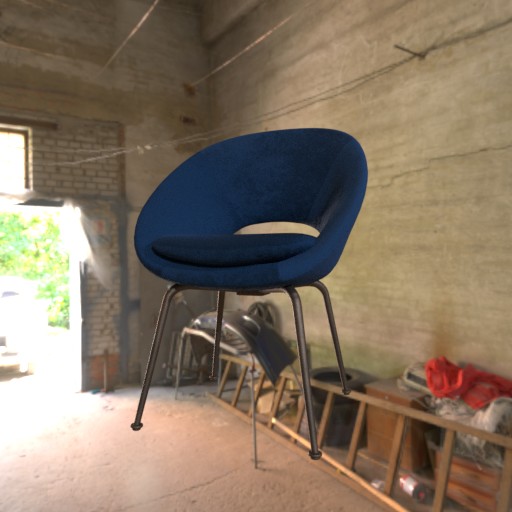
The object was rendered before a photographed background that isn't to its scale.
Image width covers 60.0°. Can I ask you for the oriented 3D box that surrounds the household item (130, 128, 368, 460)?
[{"bbox_3d":[0.000,0.000,1.267,0.623,0.852,0.573,0,1,20],"label":"household item"}]
